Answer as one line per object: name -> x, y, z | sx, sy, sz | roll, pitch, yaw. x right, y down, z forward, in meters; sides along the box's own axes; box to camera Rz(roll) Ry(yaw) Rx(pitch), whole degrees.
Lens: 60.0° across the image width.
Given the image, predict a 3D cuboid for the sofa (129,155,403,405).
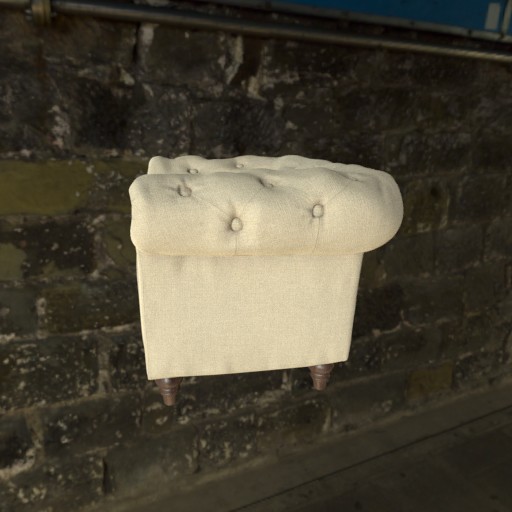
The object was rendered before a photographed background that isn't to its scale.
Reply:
sofa -> 0.000, 0.000, 2.046 | 1.034, 0.878, 1.405 | -3, 15, -10
